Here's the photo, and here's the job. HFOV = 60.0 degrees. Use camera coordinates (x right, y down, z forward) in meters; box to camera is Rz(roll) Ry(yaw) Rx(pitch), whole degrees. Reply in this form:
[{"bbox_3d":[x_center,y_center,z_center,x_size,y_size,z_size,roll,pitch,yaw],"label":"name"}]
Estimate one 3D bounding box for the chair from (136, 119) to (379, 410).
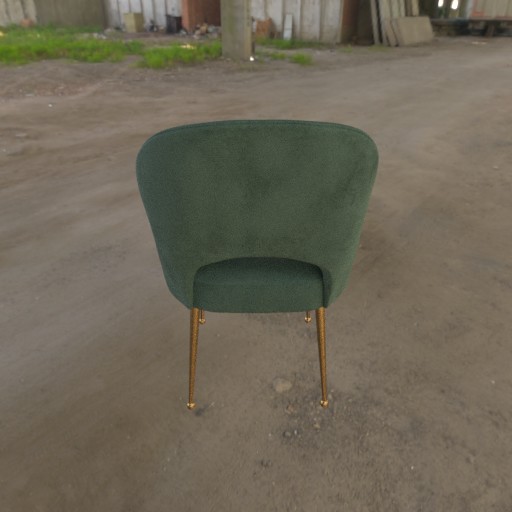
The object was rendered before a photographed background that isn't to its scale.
[{"bbox_3d":[0.000,0.000,1.212,0.527,0.860,0.577,-1,30,-1],"label":"chair"}]
